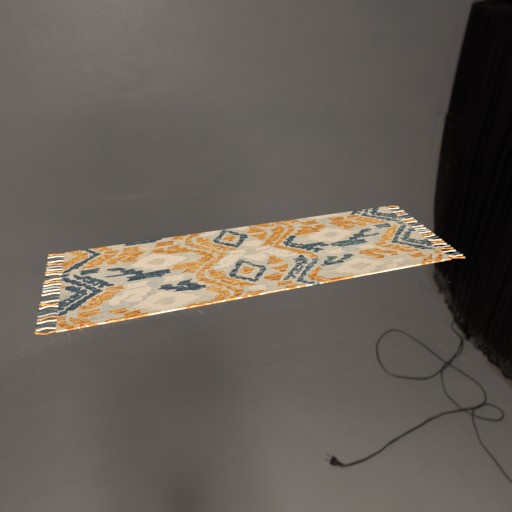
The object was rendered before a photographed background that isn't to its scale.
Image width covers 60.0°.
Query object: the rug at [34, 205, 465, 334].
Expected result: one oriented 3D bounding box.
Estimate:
[{"bbox_3d":[0.000,0.000,2.712,2.437,0.010,0.783,-9,33,-14],"label":"rug"}]
